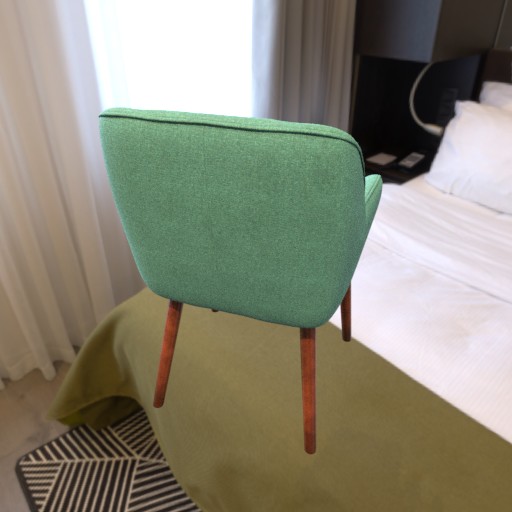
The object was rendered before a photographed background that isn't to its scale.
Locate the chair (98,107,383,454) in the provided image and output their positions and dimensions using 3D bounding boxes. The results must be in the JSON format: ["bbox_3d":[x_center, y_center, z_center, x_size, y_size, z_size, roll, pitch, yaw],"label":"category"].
[{"bbox_3d":[0.000,0.000,1.119,0.543,0.803,0.519,10,32,16],"label":"chair"}]
